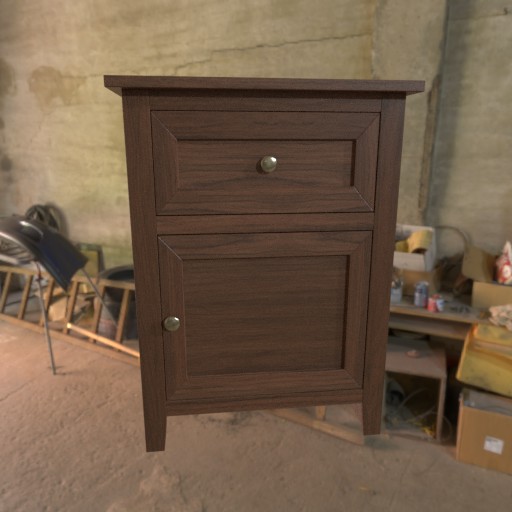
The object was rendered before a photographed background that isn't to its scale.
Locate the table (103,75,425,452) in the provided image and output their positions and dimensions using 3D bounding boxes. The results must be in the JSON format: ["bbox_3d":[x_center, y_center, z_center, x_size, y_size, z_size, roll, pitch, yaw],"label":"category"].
[{"bbox_3d":[0.000,0.000,0.914,0.480,0.636,0.381,-2,14,-7],"label":"table"}]
